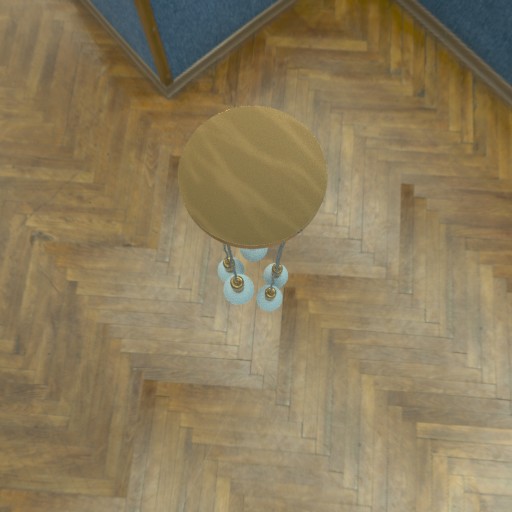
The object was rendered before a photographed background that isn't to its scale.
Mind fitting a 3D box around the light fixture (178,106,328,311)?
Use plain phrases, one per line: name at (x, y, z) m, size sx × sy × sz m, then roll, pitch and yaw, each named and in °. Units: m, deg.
light fixture at (0.000, 0.000, 0.506) m, size 0.108 × 0.457 × 0.105 m, roll -37°, pitch 80°, yaw -8°
